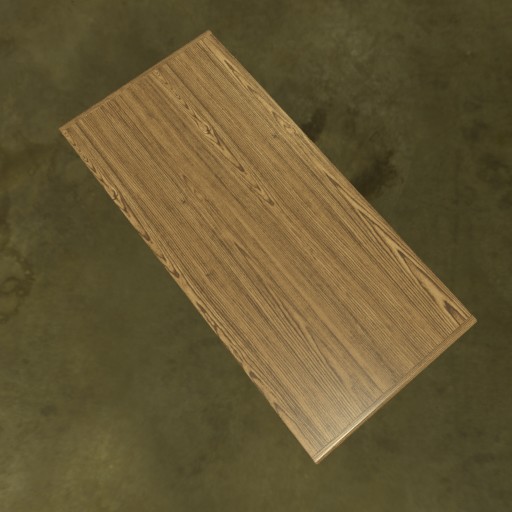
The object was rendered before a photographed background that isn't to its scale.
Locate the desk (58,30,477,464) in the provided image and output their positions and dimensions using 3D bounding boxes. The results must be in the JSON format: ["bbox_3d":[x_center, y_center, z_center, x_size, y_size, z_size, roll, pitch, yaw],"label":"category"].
[{"bbox_3d":[0.000,0.000,1.483,0.508,0.755,1.067,-38,78,-9],"label":"desk"}]
